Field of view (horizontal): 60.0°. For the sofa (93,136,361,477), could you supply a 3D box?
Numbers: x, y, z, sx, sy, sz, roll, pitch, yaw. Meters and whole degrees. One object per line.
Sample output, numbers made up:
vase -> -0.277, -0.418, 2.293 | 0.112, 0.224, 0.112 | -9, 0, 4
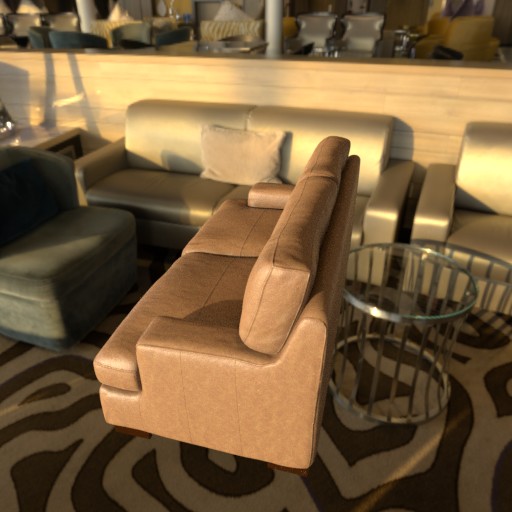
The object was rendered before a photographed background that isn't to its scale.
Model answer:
sofa -> 0.000, 0.000, 2.429 | 0.962, 0.980, 1.855 | 7, 31, 13
